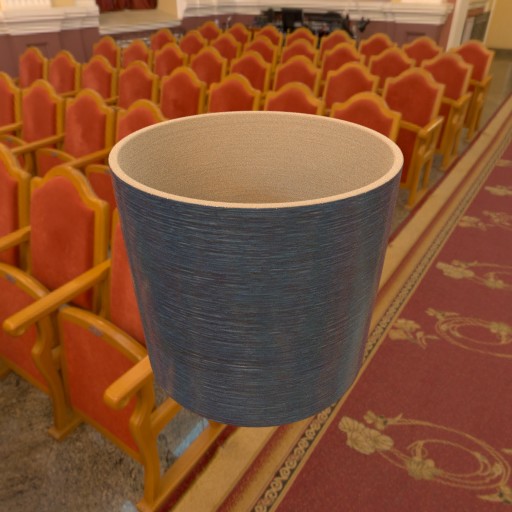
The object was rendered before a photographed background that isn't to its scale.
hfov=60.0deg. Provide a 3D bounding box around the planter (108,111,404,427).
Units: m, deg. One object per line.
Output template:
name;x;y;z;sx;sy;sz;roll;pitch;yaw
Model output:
planter;0.000;0.000;0.398;0.221;0.201;0.221;0;32;0
